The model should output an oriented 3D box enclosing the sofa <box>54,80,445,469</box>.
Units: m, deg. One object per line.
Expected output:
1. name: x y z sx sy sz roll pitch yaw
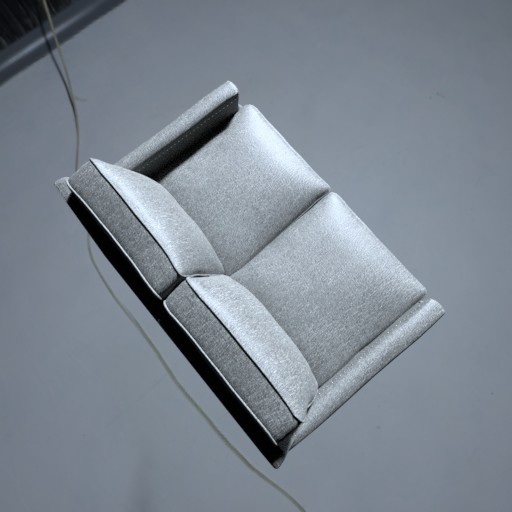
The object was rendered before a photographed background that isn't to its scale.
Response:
1. sofa: 0.000 0.000 2.213 1.084 1.003 1.597 -39 79 -9
